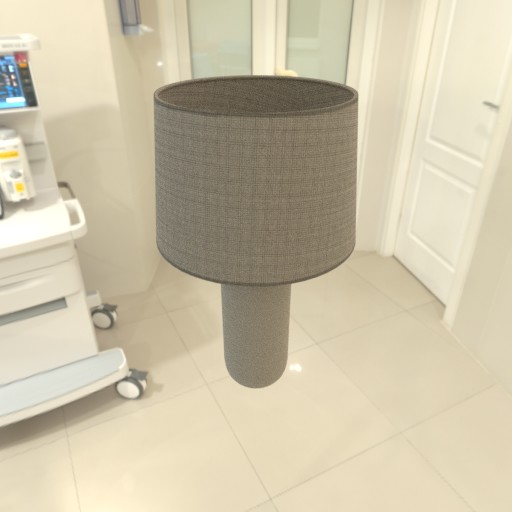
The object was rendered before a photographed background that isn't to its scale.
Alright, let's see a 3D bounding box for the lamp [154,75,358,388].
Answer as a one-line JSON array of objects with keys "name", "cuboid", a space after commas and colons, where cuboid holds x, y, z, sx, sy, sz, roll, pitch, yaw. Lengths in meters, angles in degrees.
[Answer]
[{"name": "lamp", "cuboid": [0.000, 0.000, 0.857, 0.367, 0.609, 0.367, 0, 30, 0]}]
